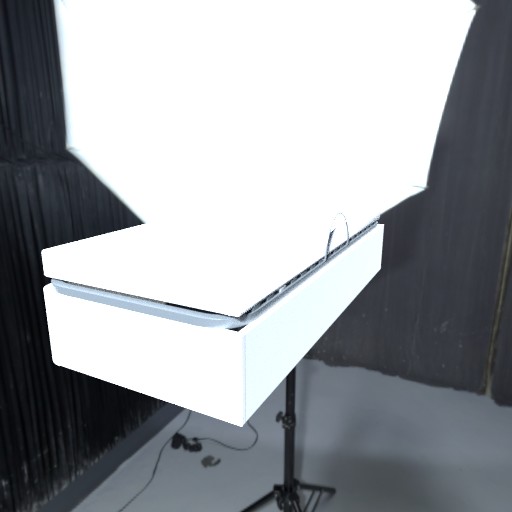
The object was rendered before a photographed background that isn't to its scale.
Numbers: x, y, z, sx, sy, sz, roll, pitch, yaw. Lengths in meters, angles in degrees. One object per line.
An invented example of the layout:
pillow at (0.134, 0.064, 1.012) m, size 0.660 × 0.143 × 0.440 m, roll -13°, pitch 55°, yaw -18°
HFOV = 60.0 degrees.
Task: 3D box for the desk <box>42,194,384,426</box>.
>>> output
desk at (0.000, 0.000, 2.311) m, size 0.900 × 0.526 × 1.900 m, roll 8°, pitch 17°, yaw 27°
